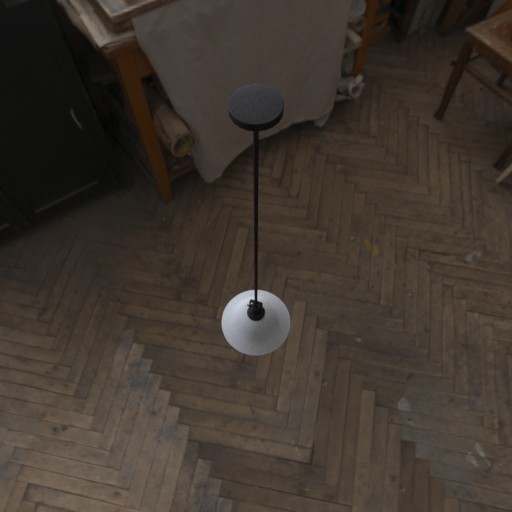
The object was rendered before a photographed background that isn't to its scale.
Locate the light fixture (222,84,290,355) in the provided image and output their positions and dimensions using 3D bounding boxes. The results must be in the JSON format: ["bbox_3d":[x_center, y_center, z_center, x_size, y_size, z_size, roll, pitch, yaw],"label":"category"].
[{"bbox_3d":[0.000,0.000,1.495,0.324,1.337,0.324,15,63,8],"label":"light fixture"}]
